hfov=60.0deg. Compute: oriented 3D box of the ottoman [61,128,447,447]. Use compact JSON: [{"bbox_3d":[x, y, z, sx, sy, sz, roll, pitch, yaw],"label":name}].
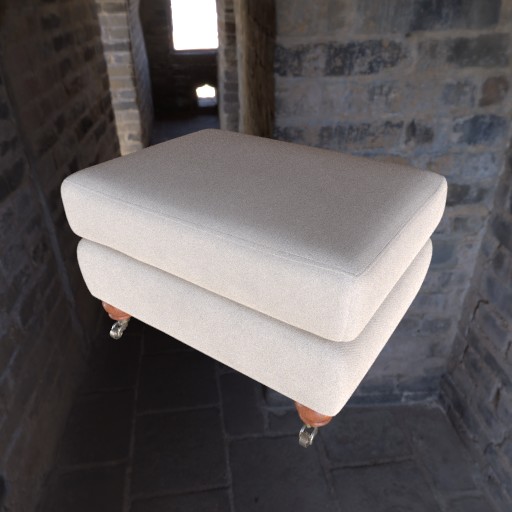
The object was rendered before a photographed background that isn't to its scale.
[{"bbox_3d":[0.000,0.000,1.145,0.773,0.504,0.569,19,36,29],"label":"ottoman"}]
